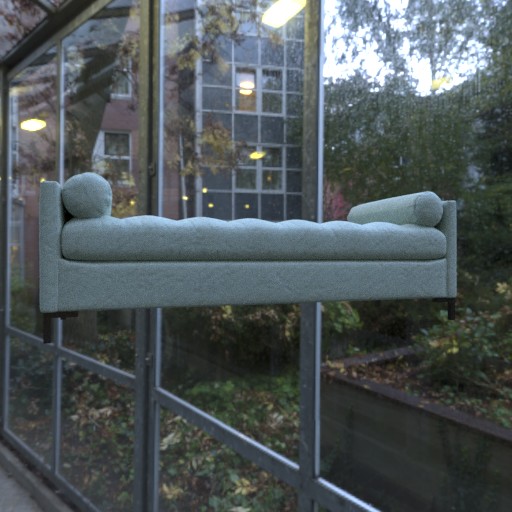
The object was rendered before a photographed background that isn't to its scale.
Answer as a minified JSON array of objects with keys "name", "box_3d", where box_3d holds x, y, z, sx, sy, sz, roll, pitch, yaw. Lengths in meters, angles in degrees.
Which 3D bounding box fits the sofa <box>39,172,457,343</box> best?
[{"name":"sofa","box_3d":[0.000,0.000,2.456,2.102,0.705,0.796,0,0,-19]}]
